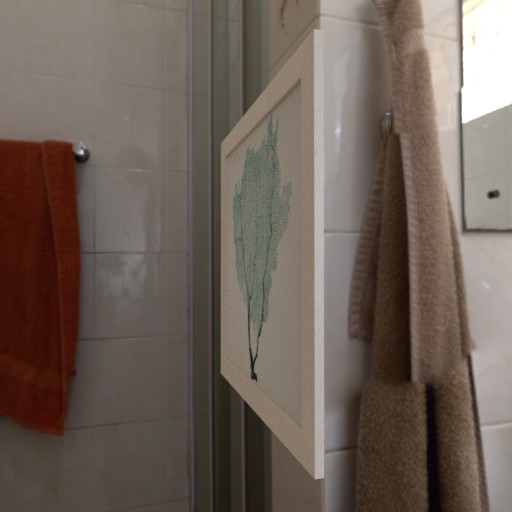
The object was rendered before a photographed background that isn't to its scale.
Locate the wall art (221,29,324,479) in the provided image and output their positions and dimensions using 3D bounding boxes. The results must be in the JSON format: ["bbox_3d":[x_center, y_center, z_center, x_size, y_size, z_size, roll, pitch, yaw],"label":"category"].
[{"bbox_3d":[0.000,0.000,0.843,0.015,0.577,0.572,0,-1,-17],"label":"wall art"}]
